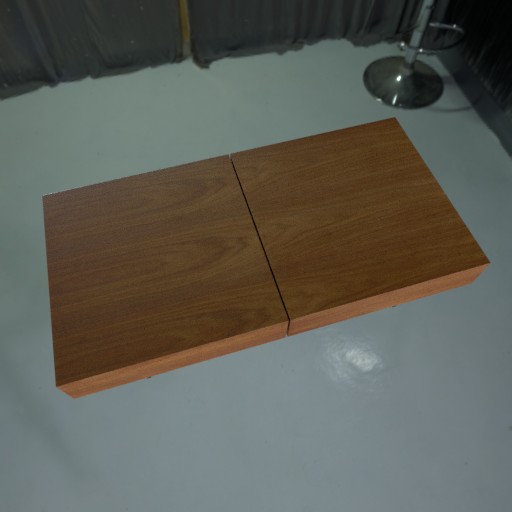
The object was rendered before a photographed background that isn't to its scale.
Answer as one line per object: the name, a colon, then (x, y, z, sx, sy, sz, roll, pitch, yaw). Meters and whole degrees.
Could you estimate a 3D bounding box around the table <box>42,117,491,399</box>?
table: (0.000, 0.000, 1.448, 1.194, 0.330, 0.610, -15, 61, -8)
